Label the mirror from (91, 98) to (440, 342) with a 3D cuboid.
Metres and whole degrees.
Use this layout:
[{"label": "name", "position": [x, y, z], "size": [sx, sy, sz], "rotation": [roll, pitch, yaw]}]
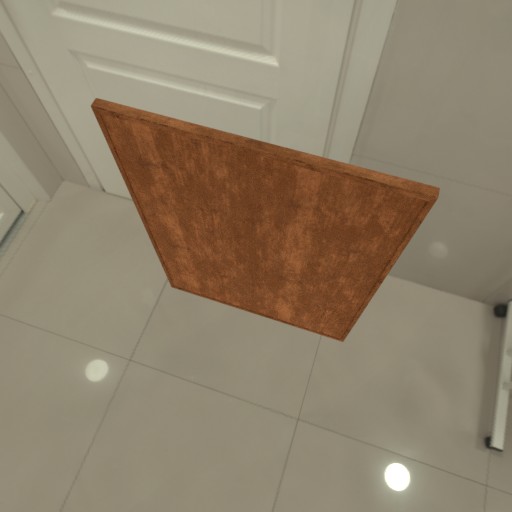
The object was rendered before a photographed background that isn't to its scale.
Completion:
[{"label": "mirror", "position": [0.000, 0.000, 1.460], "size": [0.796, 1.099, 0.028], "rotation": [17, 65, 8]}]
